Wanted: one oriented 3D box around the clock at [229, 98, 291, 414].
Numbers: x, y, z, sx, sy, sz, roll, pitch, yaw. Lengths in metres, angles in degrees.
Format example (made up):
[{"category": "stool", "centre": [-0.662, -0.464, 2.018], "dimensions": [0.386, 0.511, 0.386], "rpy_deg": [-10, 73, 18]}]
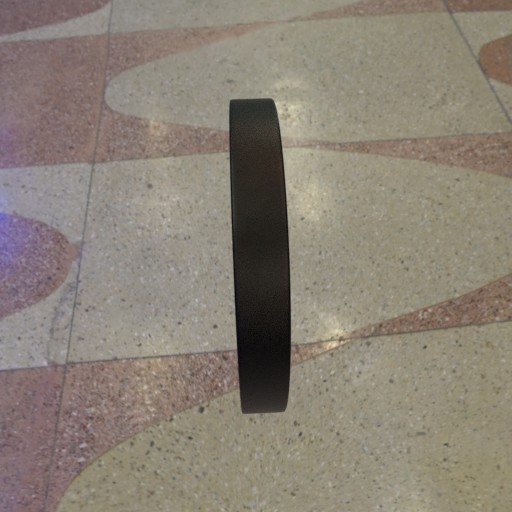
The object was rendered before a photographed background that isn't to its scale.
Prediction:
[{"category": "clock", "centre": [0.000, 0.000, 0.468], "dimensions": [0.040, 0.314, 0.314], "rpy_deg": [-2, 58, -1]}]
